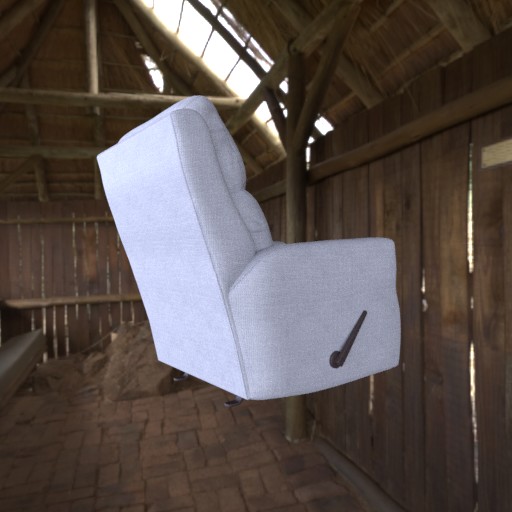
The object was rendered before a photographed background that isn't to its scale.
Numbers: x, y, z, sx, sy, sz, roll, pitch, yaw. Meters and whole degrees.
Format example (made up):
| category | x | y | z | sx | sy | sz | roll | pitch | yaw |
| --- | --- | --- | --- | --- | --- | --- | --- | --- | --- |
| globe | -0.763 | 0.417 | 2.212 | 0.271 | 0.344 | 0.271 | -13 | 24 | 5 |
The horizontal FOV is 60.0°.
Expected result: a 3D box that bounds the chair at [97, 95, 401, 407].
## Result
| category | x | y | z | sx | sy | sz | roll | pitch | yaw |
| --- | --- | --- | --- | --- | --- | --- | --- | --- | --- |
| chair | 0.000 | 0.000 | 1.825 | 1.080 | 1.030 | 0.829 | 0 | 0 | -37 |
